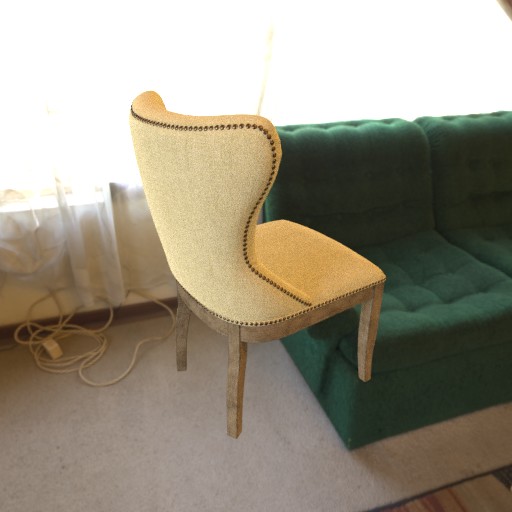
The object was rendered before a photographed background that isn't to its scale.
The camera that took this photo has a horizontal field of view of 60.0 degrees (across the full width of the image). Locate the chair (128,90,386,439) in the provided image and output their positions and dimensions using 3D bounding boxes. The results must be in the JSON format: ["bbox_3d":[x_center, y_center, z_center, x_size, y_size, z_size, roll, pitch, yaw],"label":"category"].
[{"bbox_3d":[0.000,0.000,1.455,0.681,1.002,0.654,-17,32,-31],"label":"chair"}]
